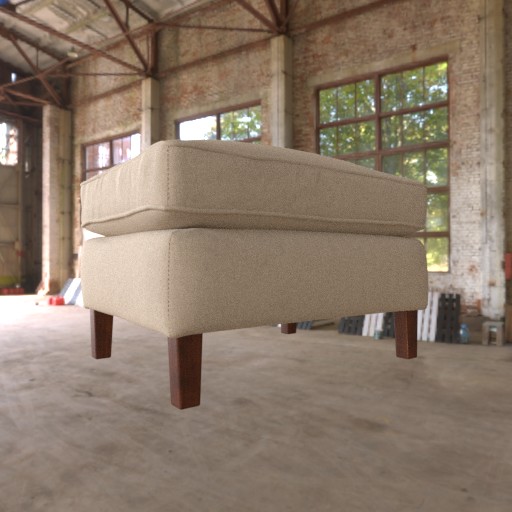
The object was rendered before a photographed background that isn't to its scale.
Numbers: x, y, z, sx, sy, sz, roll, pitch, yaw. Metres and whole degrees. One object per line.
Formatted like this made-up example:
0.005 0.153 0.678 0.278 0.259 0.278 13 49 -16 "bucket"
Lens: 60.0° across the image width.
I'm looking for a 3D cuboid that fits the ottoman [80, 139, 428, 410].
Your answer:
0.000 0.000 1.000 0.665 0.456 0.501 0 -1 -36 "ottoman"
